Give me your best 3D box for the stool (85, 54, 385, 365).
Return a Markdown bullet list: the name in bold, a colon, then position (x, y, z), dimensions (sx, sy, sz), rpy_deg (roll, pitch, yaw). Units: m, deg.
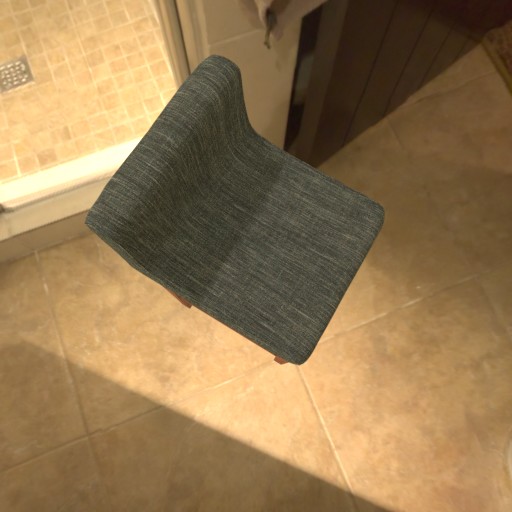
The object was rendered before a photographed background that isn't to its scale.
- **stool**: position (0.000, 0.000, 1.131), dimensions (0.459, 0.835, 0.395), rpy_deg (30, 76, 8)
